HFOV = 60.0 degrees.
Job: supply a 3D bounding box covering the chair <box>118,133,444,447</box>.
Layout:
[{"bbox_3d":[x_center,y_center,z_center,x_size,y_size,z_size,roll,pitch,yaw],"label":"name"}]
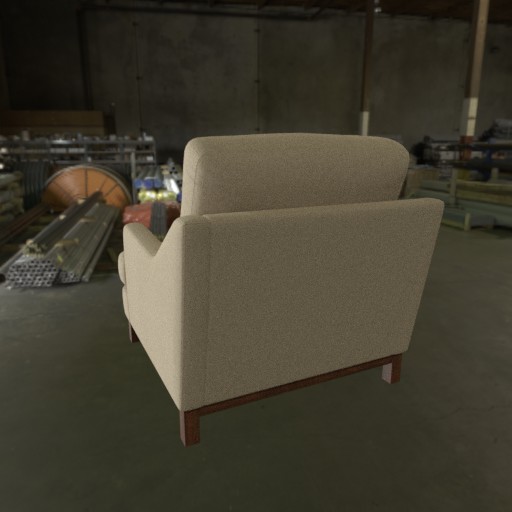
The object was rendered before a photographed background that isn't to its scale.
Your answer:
[{"bbox_3d":[0.000,0.000,1.731,0.912,0.916,1.001,-7,16,-25],"label":"chair"}]
